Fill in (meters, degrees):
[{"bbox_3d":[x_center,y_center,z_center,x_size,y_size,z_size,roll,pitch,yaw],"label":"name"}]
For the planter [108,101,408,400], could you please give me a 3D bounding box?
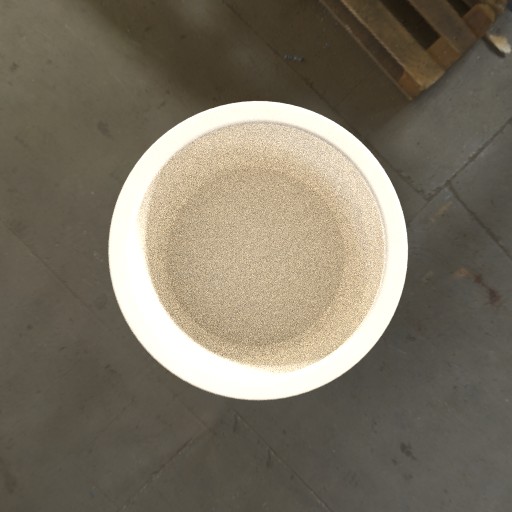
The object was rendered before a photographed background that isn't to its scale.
[{"bbox_3d":[0.000,0.000,0.950,0.417,0.670,0.417,0,88,-1],"label":"planter"}]
